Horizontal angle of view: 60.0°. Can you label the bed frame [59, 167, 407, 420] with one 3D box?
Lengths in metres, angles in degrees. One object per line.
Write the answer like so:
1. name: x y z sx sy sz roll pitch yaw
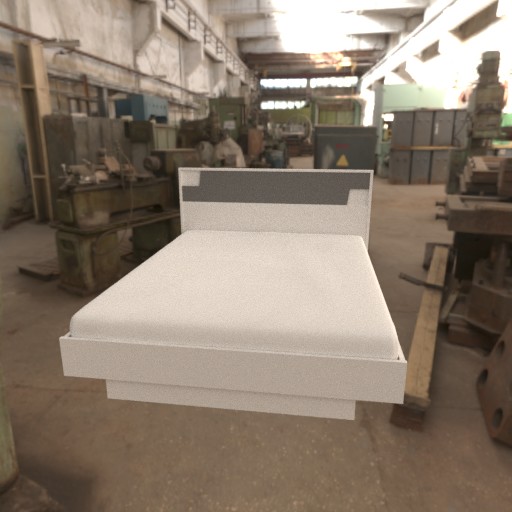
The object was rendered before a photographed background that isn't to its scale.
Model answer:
1. bed frame: 0.000 0.000 3.034 1.711 1.001 2.100 2 16 8
